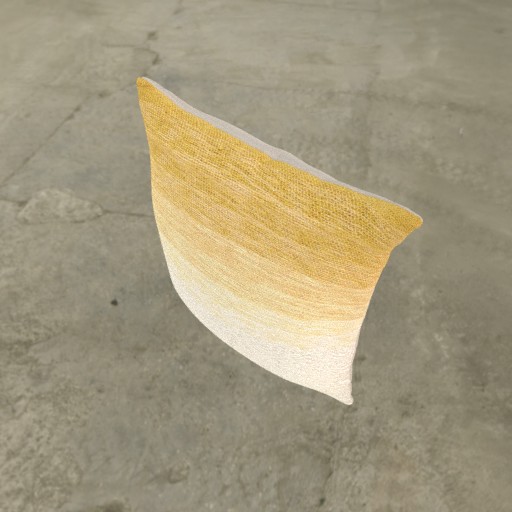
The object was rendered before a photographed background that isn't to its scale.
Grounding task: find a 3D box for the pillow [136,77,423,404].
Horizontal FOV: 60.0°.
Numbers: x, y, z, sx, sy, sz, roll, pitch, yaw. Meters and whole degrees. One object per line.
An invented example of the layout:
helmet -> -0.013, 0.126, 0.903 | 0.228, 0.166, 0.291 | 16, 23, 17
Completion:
pillow -> 0.000, 0.000, 0.707 | 0.450, 0.450, 0.211 | 33, 56, 26
